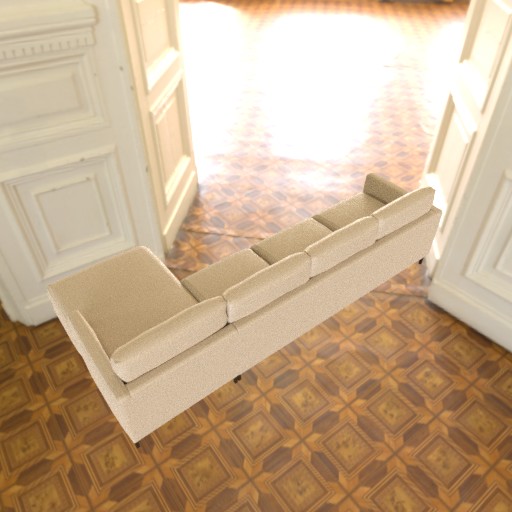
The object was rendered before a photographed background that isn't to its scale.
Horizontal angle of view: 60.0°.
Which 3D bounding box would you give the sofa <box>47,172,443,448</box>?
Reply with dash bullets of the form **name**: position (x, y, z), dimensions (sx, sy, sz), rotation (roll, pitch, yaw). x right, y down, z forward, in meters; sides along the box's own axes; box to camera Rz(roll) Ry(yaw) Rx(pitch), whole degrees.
- **sofa**: position (0.000, 0.000, 3.294), dimensions (2.731, 0.755, 1.258), rotation (-27, 48, -27)
